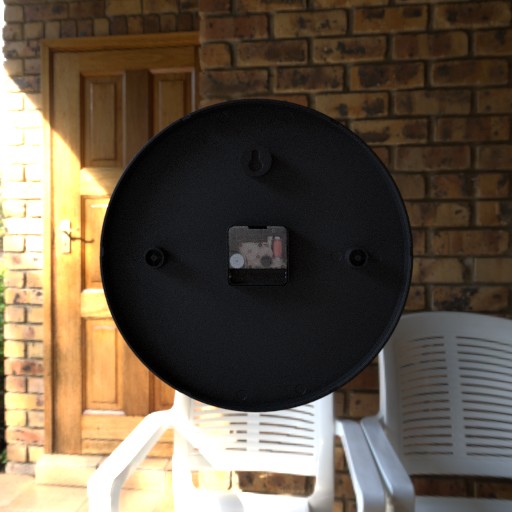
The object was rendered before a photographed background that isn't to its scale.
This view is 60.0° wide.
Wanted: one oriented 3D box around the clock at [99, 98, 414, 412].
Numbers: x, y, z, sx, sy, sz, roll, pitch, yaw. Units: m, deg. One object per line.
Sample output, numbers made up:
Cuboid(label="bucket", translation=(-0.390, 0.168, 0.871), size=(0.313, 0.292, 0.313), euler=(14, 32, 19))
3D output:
Cuboid(label="clock", translation=(0.000, 0.000, 0.429), size=(0.293, 0.293, 0.040), euler=(0, 1, 1))
